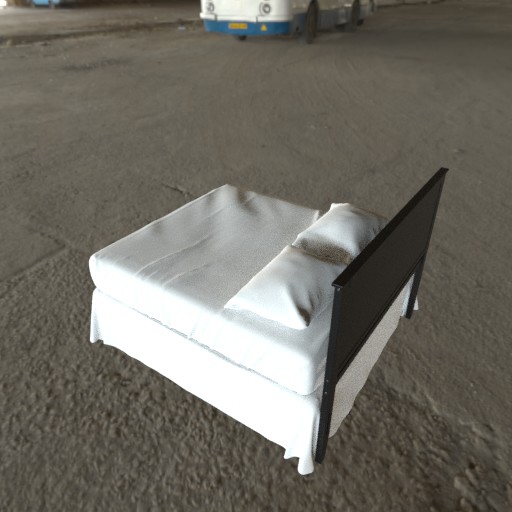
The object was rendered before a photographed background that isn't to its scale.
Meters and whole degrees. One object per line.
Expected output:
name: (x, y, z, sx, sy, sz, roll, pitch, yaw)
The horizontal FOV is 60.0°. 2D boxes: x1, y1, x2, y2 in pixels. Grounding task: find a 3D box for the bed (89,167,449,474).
bed: (0.000, 0.000, 3.241, 2.050, 1.270, 1.870, 20, 37, 29)
